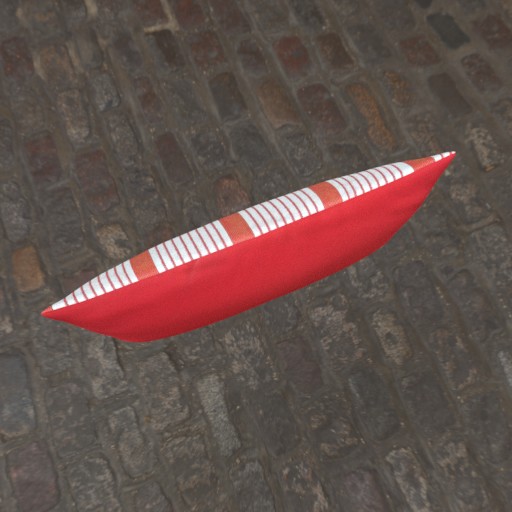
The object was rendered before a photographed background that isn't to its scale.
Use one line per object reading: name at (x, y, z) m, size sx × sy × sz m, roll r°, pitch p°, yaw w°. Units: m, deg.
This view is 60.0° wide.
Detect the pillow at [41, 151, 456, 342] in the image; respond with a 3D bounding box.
pillow at (0.000, 0.000, 0.740) m, size 0.608 × 0.297 × 0.151 m, roll -22°, pitch 76°, yaw -6°
